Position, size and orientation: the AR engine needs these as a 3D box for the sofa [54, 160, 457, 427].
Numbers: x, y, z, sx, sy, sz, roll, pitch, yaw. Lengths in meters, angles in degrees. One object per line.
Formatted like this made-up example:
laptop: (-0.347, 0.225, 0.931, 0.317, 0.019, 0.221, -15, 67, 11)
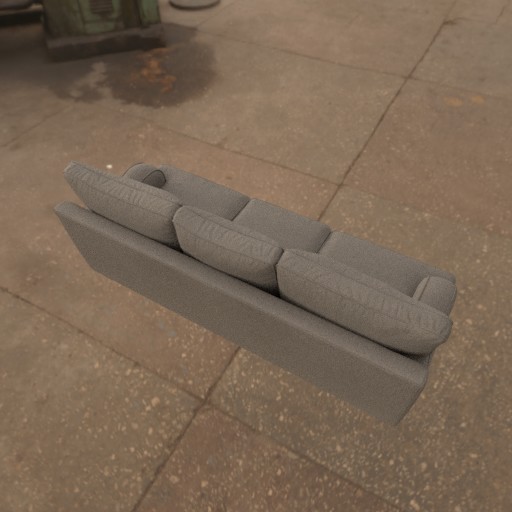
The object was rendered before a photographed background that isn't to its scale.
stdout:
sofa: (0.000, 0.000, 2.800, 2.323, 0.991, 1.016, 23, 52, 20)
